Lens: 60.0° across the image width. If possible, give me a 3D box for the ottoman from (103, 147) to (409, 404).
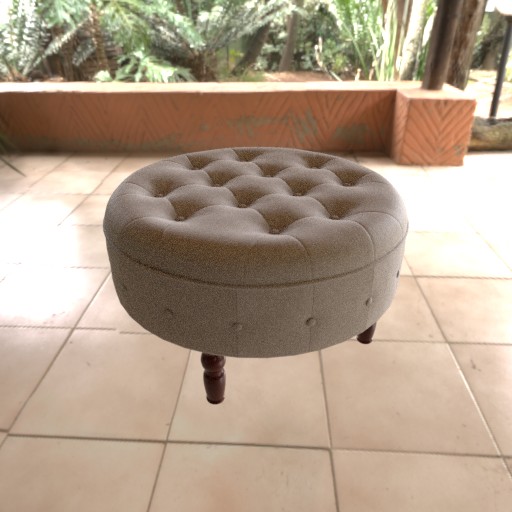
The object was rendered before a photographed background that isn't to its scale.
[{"bbox_3d":[0.000,0.000,1.362,0.849,0.478,0.849,0,29,0],"label":"ottoman"}]
